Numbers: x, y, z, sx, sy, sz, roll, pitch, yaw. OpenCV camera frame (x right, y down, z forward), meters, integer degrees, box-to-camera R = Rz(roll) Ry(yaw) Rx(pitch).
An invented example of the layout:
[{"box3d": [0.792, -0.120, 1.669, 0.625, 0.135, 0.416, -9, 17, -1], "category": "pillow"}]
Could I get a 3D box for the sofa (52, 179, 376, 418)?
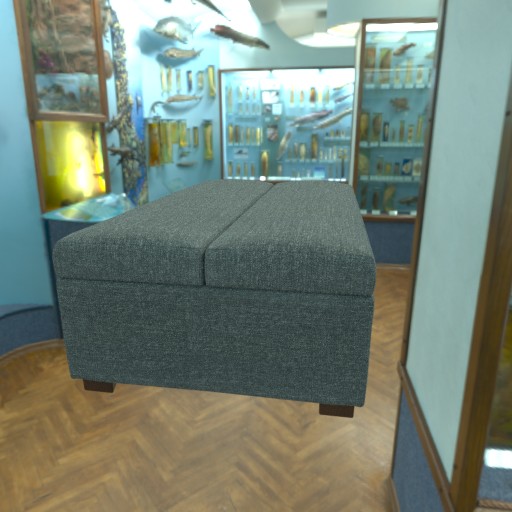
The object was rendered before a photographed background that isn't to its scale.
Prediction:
[{"box3d": [0.000, 0.000, 1.572, 0.782, 0.417, 1.198, 3, 16, 9], "category": "sofa"}]
